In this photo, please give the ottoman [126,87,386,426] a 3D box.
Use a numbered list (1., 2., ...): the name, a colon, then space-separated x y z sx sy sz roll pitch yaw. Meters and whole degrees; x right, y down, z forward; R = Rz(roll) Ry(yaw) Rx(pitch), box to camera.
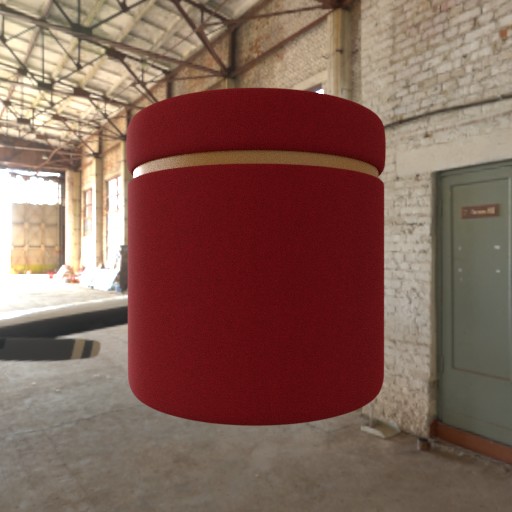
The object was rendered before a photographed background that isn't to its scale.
1. ottoman: 0.000 0.000 0.713 0.400 0.406 0.400 0 0 0
